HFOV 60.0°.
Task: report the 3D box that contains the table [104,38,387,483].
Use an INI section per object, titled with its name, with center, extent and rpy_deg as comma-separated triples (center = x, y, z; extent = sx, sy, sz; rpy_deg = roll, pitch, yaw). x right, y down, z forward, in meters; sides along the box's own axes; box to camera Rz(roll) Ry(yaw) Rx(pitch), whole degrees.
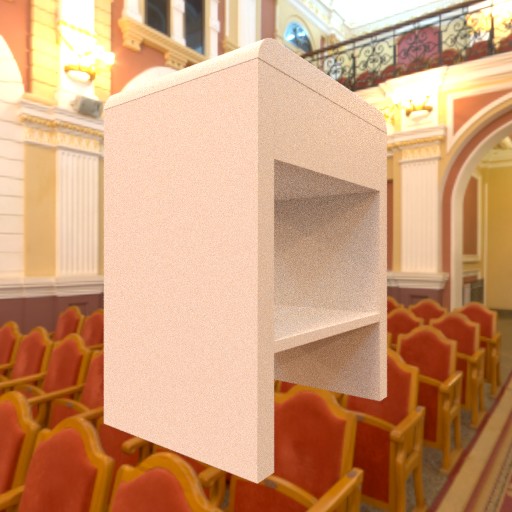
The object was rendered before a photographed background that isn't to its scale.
[table]
center = 0.000, 0.000, 0.858
extent = 0.350, 0.590, 0.450
rpy_deg = 0, 0, 37
